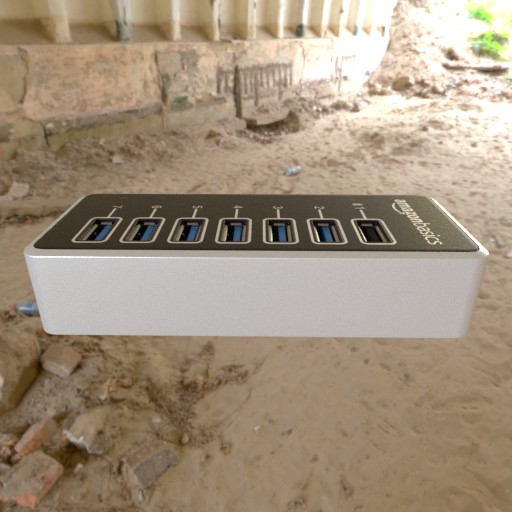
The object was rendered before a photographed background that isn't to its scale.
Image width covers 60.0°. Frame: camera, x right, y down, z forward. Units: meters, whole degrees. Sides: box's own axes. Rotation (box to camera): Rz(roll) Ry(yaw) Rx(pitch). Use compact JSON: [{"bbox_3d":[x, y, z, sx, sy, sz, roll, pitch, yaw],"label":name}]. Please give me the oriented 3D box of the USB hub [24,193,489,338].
[{"bbox_3d":[0.000,0.000,0.126,0.110,0.023,0.044,0,27,1],"label":"USB hub"}]
